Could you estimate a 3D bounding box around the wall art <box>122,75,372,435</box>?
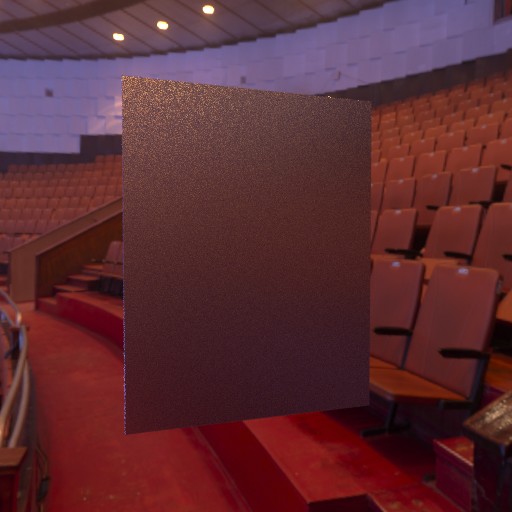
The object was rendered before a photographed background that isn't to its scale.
[{"bbox_3d":[0.000,0.000,1.423,0.816,1.046,0.030,-1,2,-17],"label":"wall art"}]
